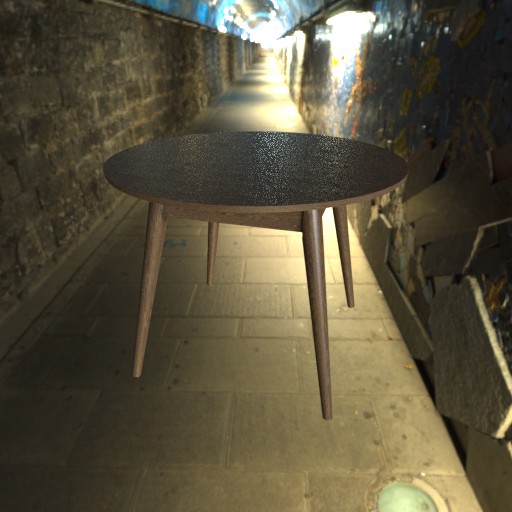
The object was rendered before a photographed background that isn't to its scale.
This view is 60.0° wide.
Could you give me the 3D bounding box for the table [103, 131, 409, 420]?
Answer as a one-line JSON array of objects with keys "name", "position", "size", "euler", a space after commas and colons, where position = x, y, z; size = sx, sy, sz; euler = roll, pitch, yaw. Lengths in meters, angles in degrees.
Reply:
[{"name": "table", "position": [0.000, 0.000, 1.767], "size": [1.053, 0.786, 1.053], "euler": [0, 26, 0]}]
